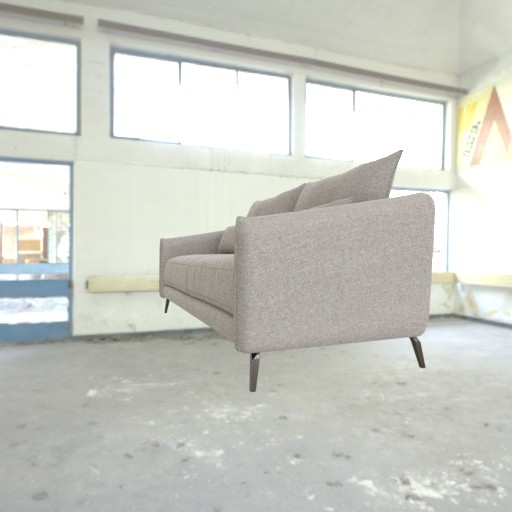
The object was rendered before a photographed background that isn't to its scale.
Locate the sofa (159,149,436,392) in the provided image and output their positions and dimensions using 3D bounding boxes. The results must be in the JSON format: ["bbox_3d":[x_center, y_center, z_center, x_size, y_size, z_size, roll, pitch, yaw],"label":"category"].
[{"bbox_3d":[0.000,0.000,2.415,0.809,0.833,2.022,0,0,-19],"label":"sofa"}]
